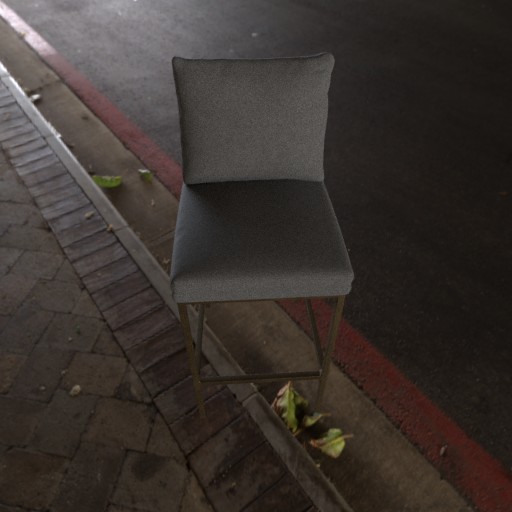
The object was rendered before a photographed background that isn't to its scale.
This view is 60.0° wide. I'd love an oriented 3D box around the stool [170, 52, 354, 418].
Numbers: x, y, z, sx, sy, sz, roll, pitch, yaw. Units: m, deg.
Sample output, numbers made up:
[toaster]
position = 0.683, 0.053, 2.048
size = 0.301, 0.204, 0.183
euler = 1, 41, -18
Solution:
[stool]
position = 0.000, 0.000, 1.428
size = 0.463, 1.130, 0.569
euler = -2, 45, -2
